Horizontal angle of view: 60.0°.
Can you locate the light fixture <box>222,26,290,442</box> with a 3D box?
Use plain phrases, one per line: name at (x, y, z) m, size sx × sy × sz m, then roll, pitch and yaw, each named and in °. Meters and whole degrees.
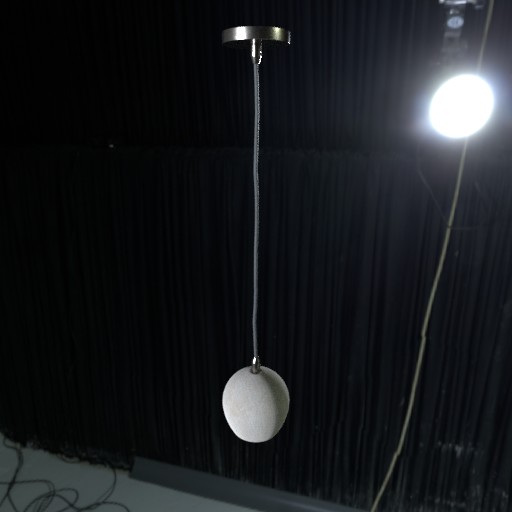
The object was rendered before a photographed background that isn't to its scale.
light fixture at (0.000, 0.000, 0.837) m, size 0.139 × 0.764 × 0.139 m, roll 3°, pitch 17°, yaw 11°
